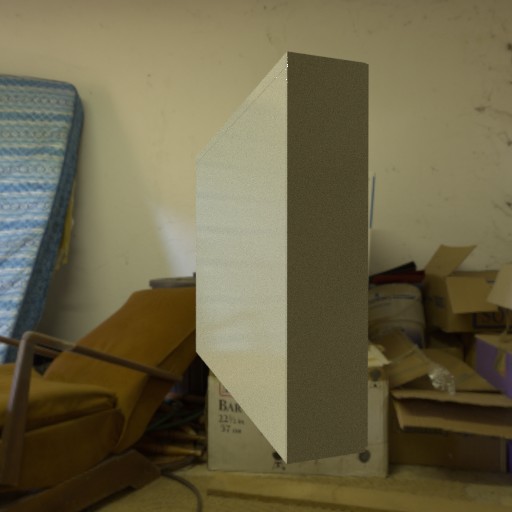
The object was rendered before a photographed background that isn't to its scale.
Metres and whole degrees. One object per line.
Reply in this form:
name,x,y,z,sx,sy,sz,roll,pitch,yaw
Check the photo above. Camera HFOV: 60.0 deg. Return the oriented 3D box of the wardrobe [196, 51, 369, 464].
wardrobe,0.000,0.000,4.049,0.580,2.360,3.000,0,1,-18
